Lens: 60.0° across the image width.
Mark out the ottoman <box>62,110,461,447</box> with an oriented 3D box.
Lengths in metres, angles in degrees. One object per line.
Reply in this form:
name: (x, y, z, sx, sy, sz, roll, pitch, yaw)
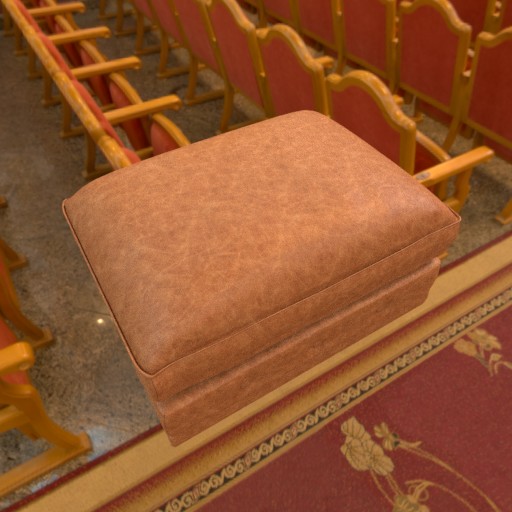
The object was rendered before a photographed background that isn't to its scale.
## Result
ottoman: (0.000, 0.000, 1.055, 0.710, 0.480, 0.533, -24, 52, -21)
